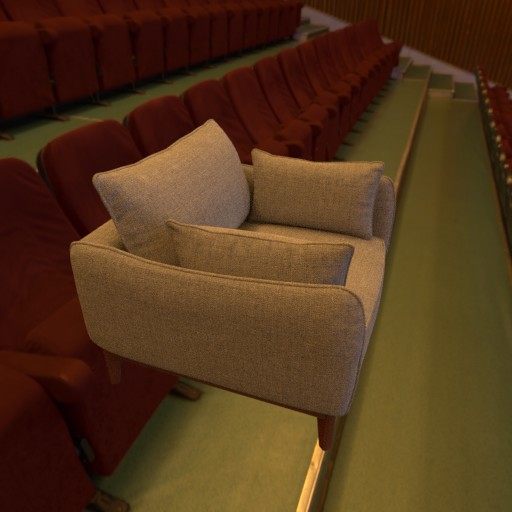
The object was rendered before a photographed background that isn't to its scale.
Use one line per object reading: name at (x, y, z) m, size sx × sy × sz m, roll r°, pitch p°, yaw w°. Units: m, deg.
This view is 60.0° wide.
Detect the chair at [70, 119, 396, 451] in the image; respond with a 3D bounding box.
chair at (0.000, 0.000, 1.738) m, size 0.976 × 0.839 × 0.993 m, roll 11°, pitch 33°, yaw 17°
